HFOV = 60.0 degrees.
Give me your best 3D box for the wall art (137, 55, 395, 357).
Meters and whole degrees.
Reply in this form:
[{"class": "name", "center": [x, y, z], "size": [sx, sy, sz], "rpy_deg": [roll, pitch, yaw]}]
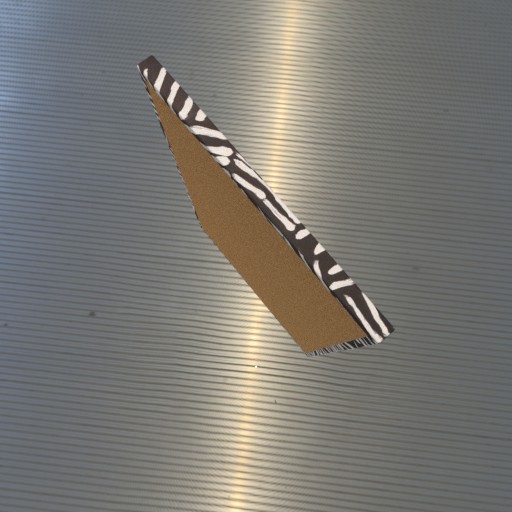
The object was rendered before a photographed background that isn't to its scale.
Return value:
[{"class": "wall art", "center": [0.000, 0.000, 1.158], "size": [0.035, 0.918, 0.615], "rpy_deg": [-38, 79, -9]}]
